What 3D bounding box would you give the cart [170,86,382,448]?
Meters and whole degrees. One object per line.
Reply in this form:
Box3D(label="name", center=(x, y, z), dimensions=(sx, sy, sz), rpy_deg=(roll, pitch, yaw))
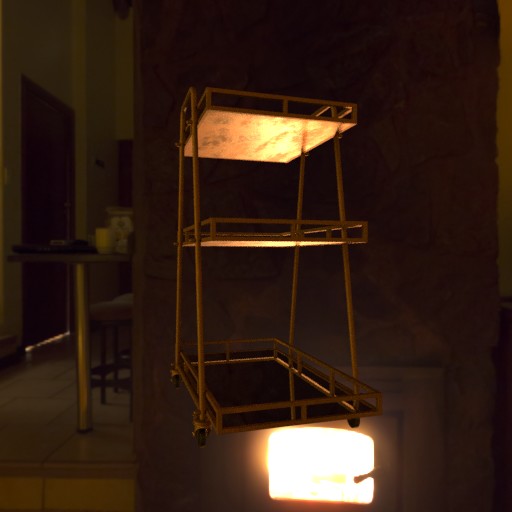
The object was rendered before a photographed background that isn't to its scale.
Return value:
Box3D(label="cart", center=(0.000, 0.000, 1.287), dimensions=(0.441, 0.883, 0.711), rpy_deg=(0, 0, -17))
